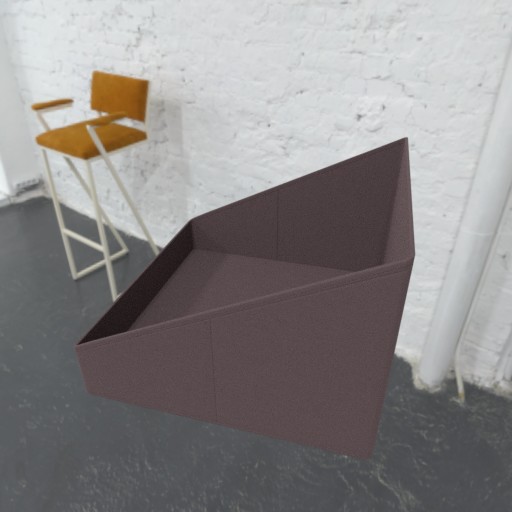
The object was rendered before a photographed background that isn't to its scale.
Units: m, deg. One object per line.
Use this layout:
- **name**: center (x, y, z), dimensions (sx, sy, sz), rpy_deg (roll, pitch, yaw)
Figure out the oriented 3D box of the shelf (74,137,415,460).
- **shelf**: center (0.000, 0.000, 0.490), dimensions (0.292, 0.210, 0.292), rpy_deg (8, 32, 13)
